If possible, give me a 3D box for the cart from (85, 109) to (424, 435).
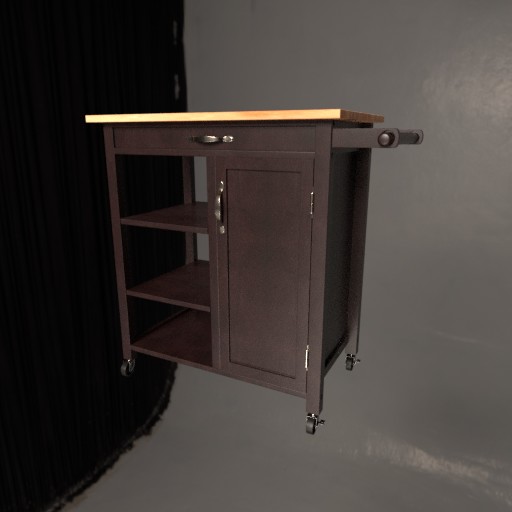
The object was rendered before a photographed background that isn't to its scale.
[{"bbox_3d":[0.000,0.000,1.453,0.914,0.878,0.472,8,17,26],"label":"cart"}]
